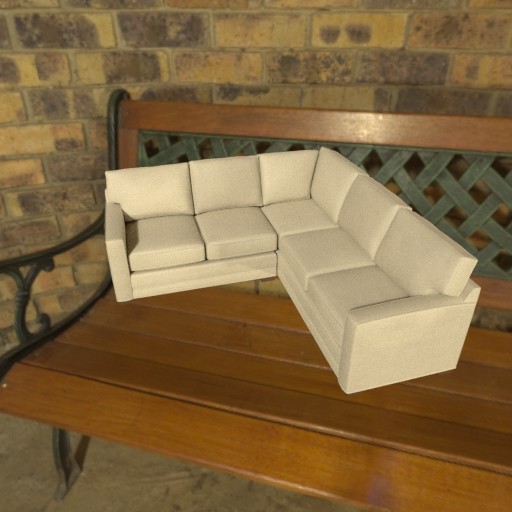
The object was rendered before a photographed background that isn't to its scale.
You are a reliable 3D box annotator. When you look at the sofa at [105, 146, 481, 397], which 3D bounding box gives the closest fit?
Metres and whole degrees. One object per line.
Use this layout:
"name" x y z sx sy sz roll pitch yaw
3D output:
"sofa" 0.000 0.000 3.387 2.182 0.939 2.189 -8 32 -13
